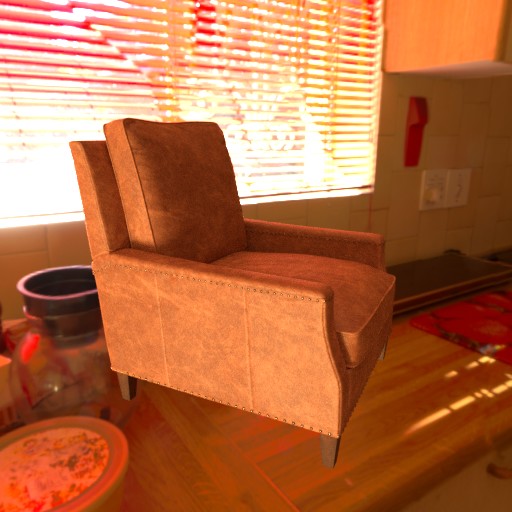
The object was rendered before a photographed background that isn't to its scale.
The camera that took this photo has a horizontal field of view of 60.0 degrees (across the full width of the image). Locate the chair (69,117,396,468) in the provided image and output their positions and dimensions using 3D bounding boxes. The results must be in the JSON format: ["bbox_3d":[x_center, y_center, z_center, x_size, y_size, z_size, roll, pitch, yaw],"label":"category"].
[{"bbox_3d":[0.000,0.000,1.775,1.035,1.054,0.854,7,17,26],"label":"chair"}]
